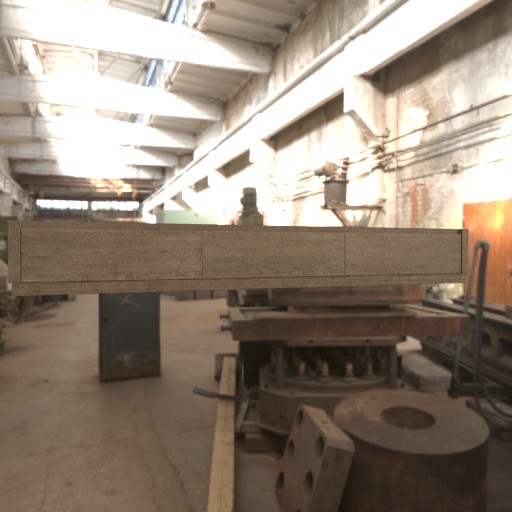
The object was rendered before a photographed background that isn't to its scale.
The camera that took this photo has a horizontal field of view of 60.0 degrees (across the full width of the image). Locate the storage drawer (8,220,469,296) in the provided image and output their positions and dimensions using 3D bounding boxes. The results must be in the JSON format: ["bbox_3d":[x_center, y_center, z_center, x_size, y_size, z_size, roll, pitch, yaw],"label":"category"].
[{"bbox_3d":[0.000,0.000,2.196,2.072,0.274,0.591,0,1,-19],"label":"storage drawer"}]
